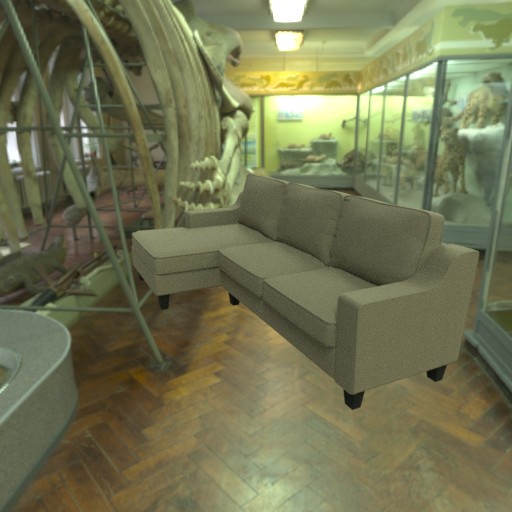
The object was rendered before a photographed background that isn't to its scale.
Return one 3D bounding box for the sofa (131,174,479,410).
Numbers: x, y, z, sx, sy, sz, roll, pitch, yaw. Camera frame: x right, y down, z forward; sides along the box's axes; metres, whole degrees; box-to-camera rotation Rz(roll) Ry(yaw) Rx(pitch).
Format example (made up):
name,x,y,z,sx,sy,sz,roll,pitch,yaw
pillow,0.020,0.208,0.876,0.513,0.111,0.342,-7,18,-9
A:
name,x,y,z,sx,sy,sz,roll,pitch,yaw
sofa,0.000,0.000,3.154,1.294,0.928,2.561,-8,18,-25
